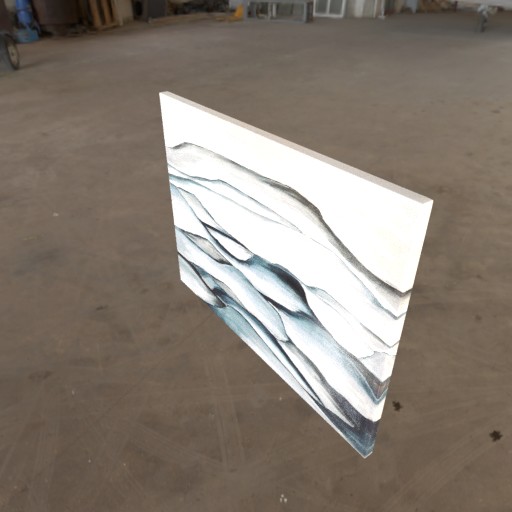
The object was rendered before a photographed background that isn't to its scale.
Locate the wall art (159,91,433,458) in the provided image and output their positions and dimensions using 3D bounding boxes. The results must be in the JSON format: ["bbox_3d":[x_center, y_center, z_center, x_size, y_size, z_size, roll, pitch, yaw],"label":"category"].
[{"bbox_3d":[0.000,0.000,1.597,0.039,0.915,1.219,-22,39,-30],"label":"wall art"}]
